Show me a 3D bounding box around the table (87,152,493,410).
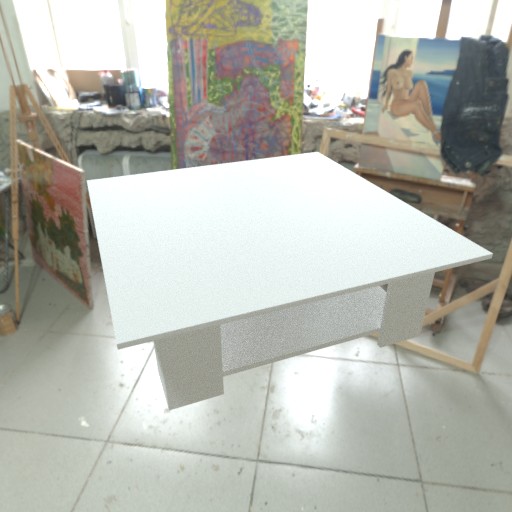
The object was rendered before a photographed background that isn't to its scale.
[{"bbox_3d":[0.000,0.000,1.372,0.890,0.305,0.890,-11,32,-19],"label":"table"}]
